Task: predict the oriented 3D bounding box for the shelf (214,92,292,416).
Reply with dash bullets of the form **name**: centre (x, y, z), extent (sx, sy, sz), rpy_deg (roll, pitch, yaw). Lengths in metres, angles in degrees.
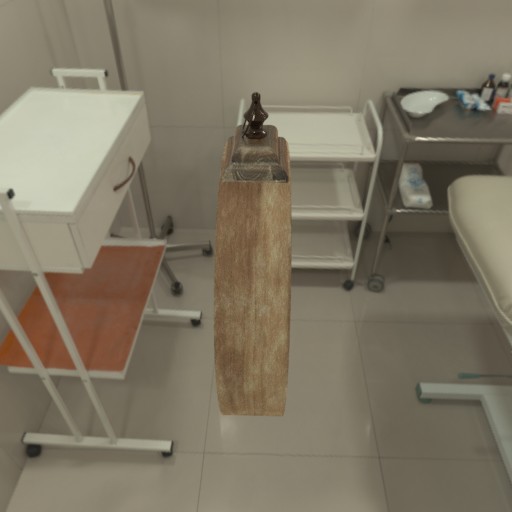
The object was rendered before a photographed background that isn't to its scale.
- **shelf**: centre (0.000, 0.000, 0.974), extent (0.125, 0.725, 0.601), rpy_deg (1, 42, 1)
